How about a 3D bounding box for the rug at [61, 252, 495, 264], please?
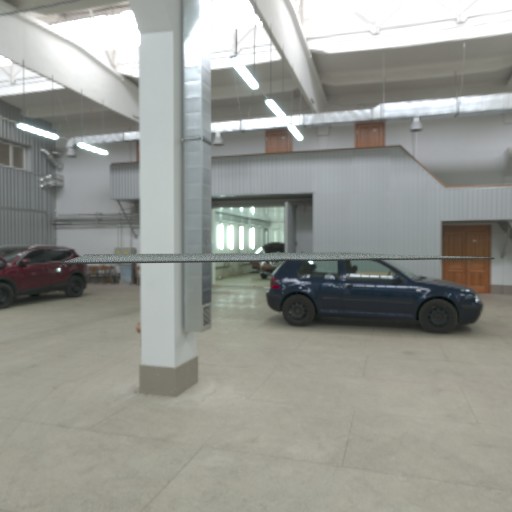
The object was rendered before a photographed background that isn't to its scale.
[{"bbox_3d":[0.000,0.000,4.081,3.068,0.021,2.456,0,1,-18],"label":"rug"}]
